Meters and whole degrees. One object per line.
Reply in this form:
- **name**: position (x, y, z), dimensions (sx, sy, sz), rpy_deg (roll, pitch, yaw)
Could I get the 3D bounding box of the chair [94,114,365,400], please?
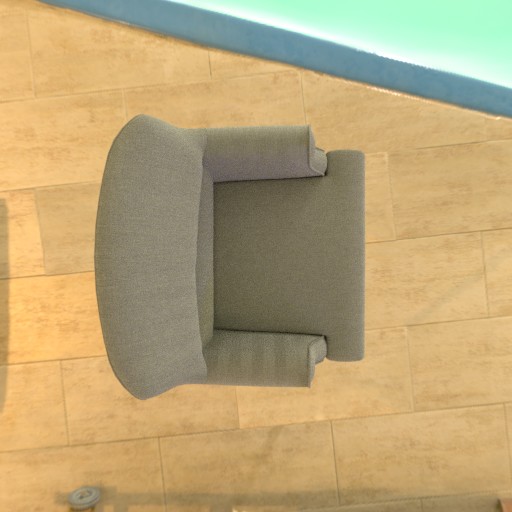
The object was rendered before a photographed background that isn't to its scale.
- **chair**: position (0.000, 0.000, 1.457), dimensions (0.755, 0.880, 0.772), rpy_deg (0, 91, 0)
